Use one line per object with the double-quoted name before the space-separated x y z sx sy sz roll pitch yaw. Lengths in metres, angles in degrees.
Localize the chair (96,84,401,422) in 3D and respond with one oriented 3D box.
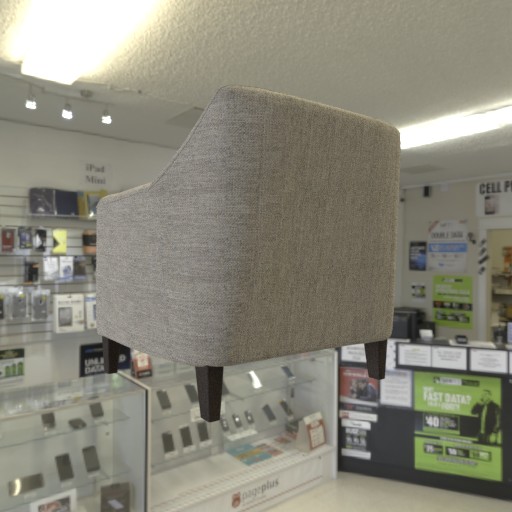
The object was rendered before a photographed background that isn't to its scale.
"chair" 0.000 0.000 1.399 0.796 0.761 0.758 0 0 -36
